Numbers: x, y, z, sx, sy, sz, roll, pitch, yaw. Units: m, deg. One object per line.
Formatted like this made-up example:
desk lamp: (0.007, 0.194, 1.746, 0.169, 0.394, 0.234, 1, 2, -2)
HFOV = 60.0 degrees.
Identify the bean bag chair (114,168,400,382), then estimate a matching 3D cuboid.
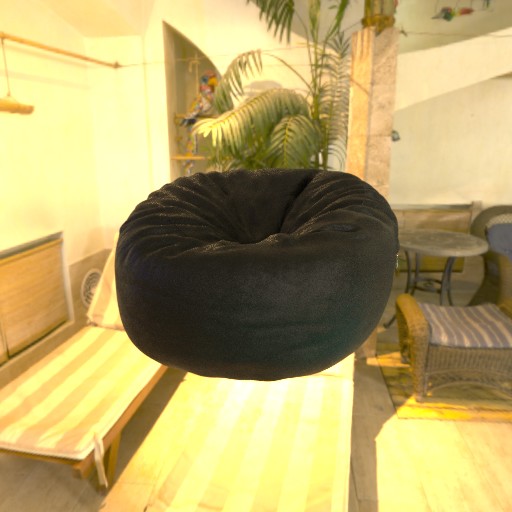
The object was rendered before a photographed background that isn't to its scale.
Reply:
bean bag chair: (0.000, 0.000, 2.428, 1.524, 0.878, 1.524, 3, 16, 11)
